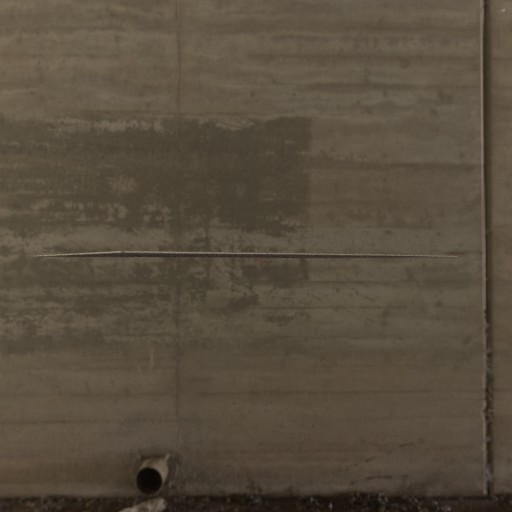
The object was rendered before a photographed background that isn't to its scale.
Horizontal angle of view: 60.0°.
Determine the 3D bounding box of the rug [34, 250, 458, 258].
[{"bbox_3d":[0.000,0.000,2.985,2.435,0.012,1.529,1,-1,-38],"label":"rug"}]
